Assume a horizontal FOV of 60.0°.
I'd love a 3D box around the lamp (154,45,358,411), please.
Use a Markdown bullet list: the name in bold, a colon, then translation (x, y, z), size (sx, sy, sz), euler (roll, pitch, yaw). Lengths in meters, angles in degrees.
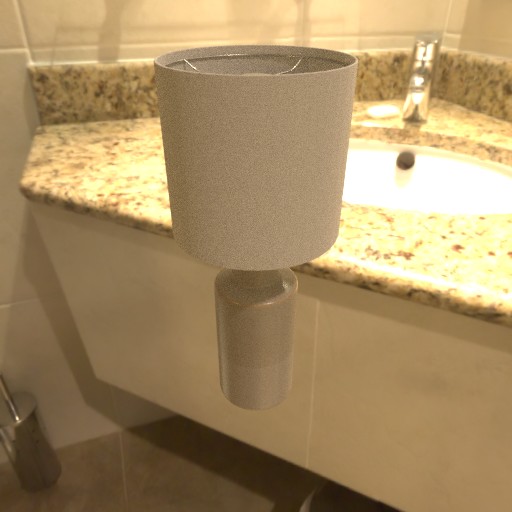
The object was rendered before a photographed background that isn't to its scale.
- **lamp**: translation (0.000, 0.000, 0.597), size (0.212, 0.493, 0.212), euler (20, 37, 28)
